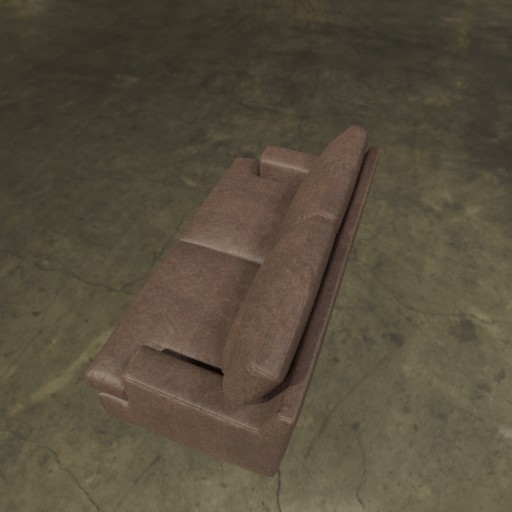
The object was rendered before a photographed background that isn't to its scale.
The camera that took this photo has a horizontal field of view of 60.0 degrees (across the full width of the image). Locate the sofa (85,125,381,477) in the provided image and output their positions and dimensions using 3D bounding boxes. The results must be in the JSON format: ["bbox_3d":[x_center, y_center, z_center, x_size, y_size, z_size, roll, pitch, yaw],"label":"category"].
[{"bbox_3d":[0.000,0.000,2.827,1.143,0.941,2.261,15,48,14],"label":"sofa"}]
